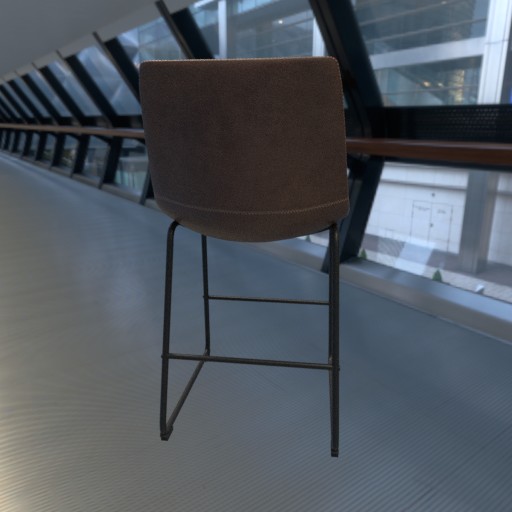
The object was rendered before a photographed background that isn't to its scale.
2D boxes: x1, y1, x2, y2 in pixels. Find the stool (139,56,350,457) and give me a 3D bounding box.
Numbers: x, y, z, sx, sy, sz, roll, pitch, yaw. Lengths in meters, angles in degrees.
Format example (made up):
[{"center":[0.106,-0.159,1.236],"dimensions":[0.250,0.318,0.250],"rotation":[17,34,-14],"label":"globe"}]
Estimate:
[{"center":[0.000,0.000,1.169],"dimensions":[0.460,0.890,0.550],"rotation":[2,16,8],"label":"stool"}]
